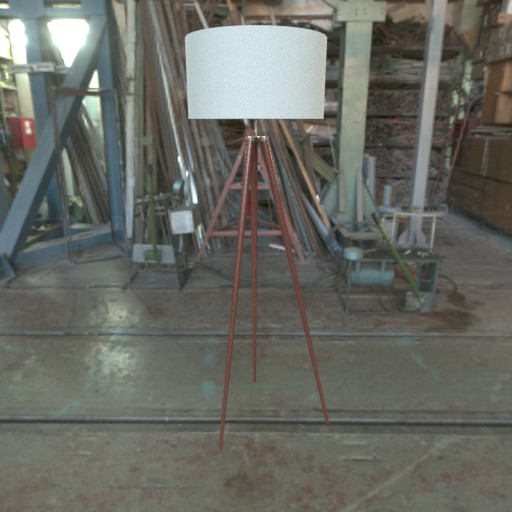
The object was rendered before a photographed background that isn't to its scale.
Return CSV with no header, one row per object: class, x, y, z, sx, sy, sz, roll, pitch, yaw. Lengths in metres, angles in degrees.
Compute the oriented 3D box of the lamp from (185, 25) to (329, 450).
lamp,0.000,0.000,1.748,0.483,1.553,0.483,-16,23,-42
